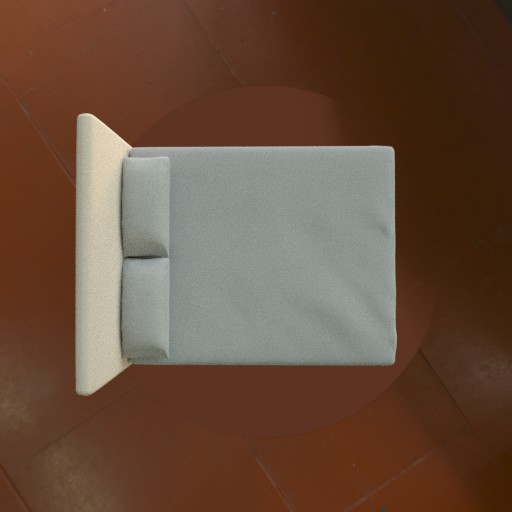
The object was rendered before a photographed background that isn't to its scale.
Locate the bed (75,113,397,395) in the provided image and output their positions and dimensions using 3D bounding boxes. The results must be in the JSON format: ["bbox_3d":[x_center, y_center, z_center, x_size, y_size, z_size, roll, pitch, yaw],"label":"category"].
[{"bbox_3d":[0.000,0.000,3.246,2.142,1.330,1.748,0,89,1],"label":"bed"}]
